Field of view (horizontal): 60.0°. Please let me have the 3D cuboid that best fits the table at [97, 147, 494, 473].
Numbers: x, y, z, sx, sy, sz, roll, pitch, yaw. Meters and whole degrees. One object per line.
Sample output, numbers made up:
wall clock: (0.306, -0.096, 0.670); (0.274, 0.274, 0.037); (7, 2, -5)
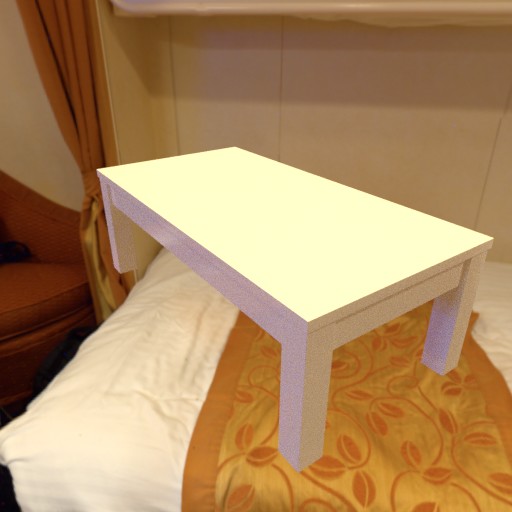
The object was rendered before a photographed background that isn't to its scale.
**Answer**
table: (0.000, 0.000, 1.675); (0.700, 0.470, 1.350); (-18, 32, -31)
